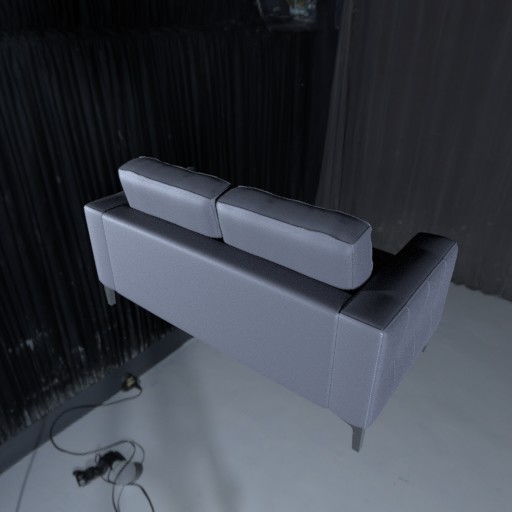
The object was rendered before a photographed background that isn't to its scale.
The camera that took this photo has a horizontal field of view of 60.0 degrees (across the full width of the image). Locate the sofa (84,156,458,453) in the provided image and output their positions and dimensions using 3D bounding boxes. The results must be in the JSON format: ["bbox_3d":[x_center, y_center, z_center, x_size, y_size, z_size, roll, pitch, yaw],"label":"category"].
[{"bbox_3d":[0.000,0.000,2.258,1.726,0.893,0.833,21,36,32],"label":"sofa"}]
